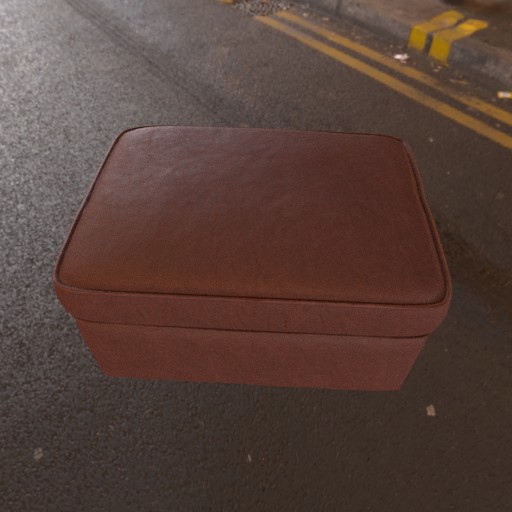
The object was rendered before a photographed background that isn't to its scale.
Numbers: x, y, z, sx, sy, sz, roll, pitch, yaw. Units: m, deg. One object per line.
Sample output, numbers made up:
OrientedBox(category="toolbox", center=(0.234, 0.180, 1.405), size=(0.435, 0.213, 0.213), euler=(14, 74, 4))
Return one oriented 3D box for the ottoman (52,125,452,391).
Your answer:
OrientedBox(category="ottoman", center=(0.000, 0.000, 1.092), size=(0.749, 0.449, 0.548), euler=(2, 48, 2))
